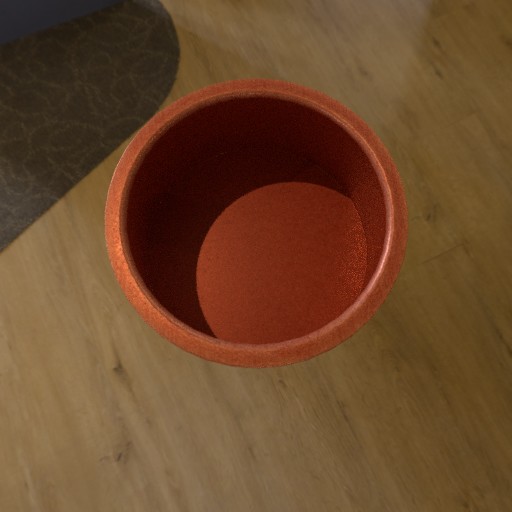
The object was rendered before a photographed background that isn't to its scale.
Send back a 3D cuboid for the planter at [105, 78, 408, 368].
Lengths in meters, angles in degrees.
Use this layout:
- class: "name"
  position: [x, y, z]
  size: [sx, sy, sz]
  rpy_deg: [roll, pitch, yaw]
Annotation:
- class: "planter"
  position: [0.000, 0.000, 0.722]
  size: [0.345, 0.465, 0.354]
  rpy_deg: [-9, 77, -2]
